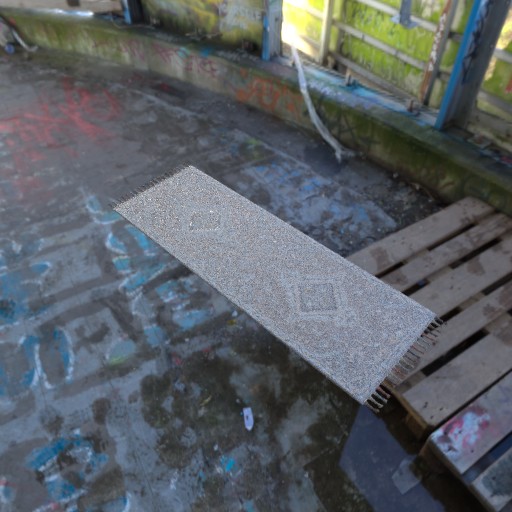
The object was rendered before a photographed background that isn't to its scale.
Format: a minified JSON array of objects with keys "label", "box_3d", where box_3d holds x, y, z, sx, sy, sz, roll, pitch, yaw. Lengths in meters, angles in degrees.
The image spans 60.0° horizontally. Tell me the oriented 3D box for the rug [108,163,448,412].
[{"label":"rug","box_3d":[0.000,0.000,2.835,1.324,0.018,2.378,-23,50,-21]}]
